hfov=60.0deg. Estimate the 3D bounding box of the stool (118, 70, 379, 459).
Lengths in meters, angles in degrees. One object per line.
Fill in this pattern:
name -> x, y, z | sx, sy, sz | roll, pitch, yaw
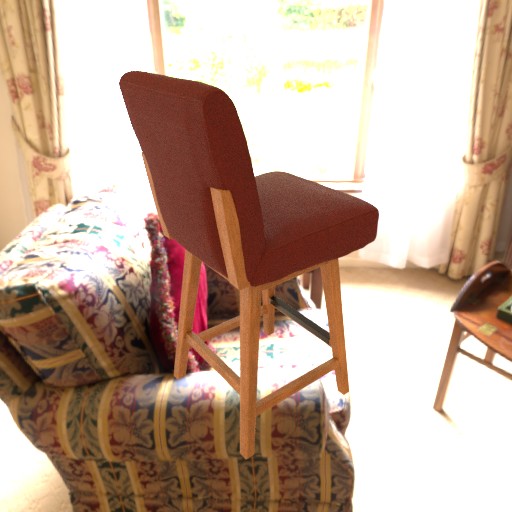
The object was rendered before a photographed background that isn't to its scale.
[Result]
stool -> 0.000, 0.000, 1.327 | 0.562, 1.038, 0.468 | -20, 34, -33
